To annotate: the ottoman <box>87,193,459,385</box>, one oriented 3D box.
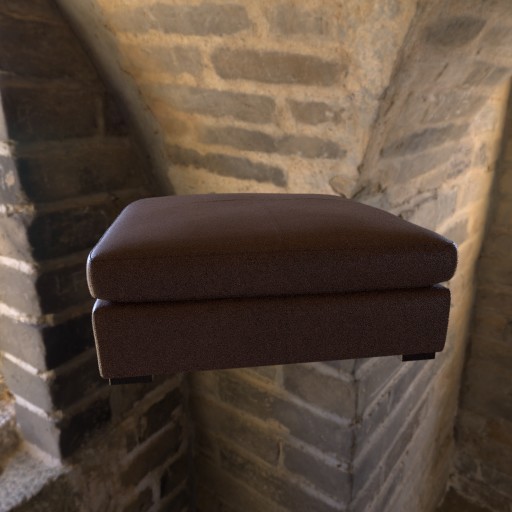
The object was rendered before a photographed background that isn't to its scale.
[{"bbox_3d":[0.000,0.000,1.888,1.168,0.490,1.168,-2,15,-9],"label":"ottoman"}]
